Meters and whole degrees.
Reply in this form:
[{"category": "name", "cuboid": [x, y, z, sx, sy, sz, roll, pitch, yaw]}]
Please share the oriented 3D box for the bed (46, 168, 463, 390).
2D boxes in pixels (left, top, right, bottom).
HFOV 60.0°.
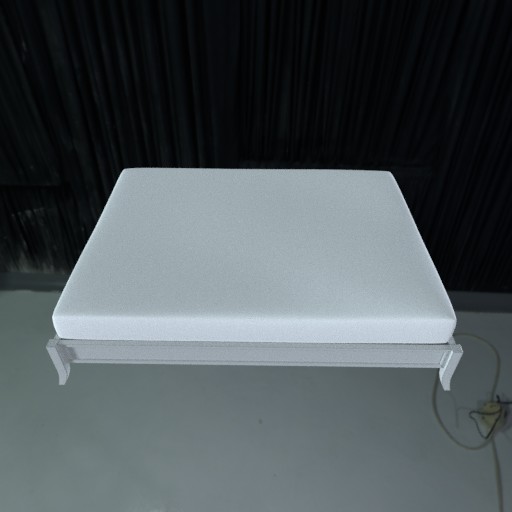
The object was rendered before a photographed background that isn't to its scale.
[{"category": "bed", "cuboid": [0.000, 0.000, 2.839, 2.108, 0.510, 1.604, 1, 40, 1]}]
